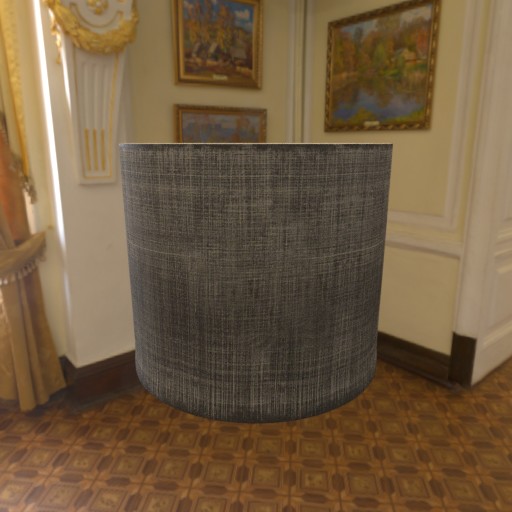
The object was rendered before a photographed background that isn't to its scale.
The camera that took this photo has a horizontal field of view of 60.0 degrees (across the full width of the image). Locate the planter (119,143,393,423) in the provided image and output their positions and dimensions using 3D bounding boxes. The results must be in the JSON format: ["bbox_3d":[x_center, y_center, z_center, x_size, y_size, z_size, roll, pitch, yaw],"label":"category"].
[{"bbox_3d":[0.000,0.000,0.320,0.178,0.157,0.178,0,14,0],"label":"planter"}]
